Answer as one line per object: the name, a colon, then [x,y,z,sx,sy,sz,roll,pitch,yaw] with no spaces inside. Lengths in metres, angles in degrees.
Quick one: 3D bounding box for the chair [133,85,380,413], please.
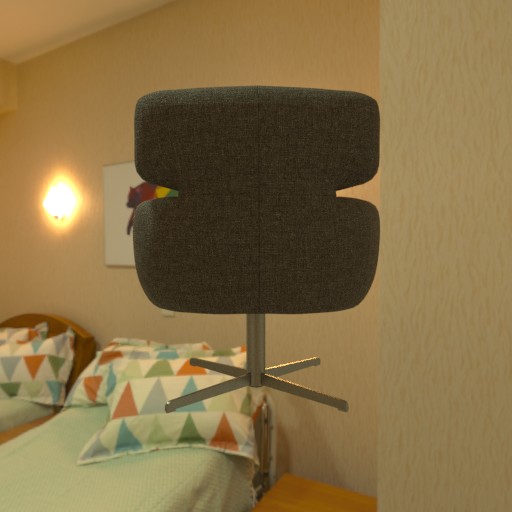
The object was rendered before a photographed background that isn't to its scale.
chair: [0.000,0.000,1.360,0.706,0.812,0.715,0,1,-1]
